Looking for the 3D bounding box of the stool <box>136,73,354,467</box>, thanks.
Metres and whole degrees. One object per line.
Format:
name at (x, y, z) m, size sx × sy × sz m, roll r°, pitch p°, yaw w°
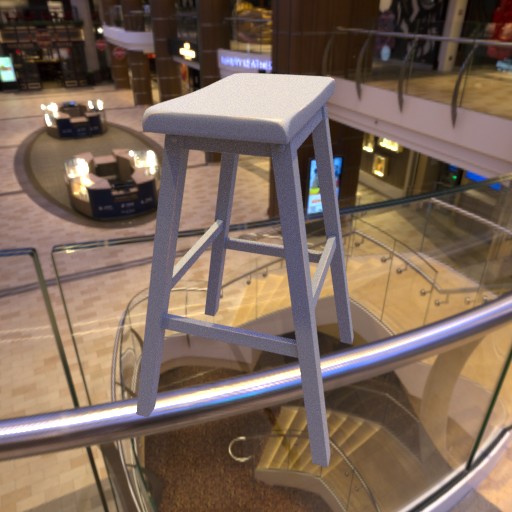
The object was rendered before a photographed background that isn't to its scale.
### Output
stool at (0.000, 0.000, 1.038) m, size 0.476 × 0.737 × 0.457 m, roll 9°, pitch 31°, yaw 15°
